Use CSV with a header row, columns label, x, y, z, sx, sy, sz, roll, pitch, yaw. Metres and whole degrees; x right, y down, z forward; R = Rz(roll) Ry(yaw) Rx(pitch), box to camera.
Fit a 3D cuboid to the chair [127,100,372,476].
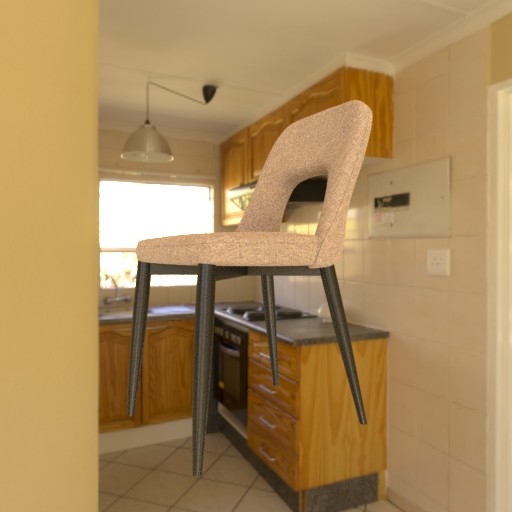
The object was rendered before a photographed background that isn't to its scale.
label,x,y,z,sx,sy,sz,roll,pitch,yaw
chair,0.000,0.000,1.268,0.612,0.931,0.470,0,1,-35
